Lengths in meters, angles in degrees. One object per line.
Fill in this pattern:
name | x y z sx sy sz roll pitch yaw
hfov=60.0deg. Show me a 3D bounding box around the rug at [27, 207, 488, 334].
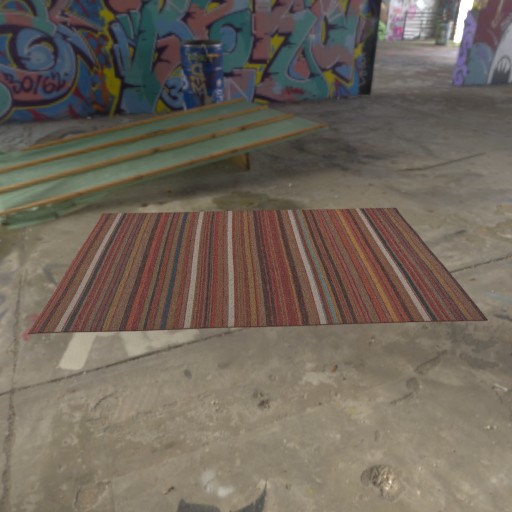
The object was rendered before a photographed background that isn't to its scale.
rug | 0.000 0.000 3.001 2.438 0.008 1.523 -1 30 -2
